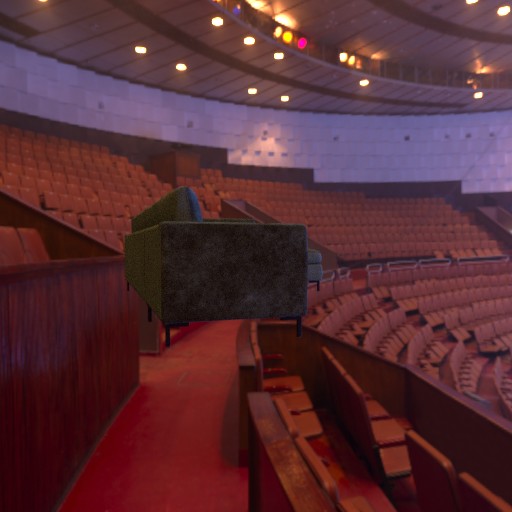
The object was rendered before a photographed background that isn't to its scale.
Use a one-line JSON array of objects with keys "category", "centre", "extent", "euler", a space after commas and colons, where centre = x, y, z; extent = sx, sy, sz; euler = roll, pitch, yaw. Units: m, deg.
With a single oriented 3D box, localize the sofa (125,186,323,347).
[{"category": "sofa", "centre": [0.000, 0.000, 3.232], "extent": [1.707, 0.687, 2.486], "euler": [-1, 1, -20]}]
